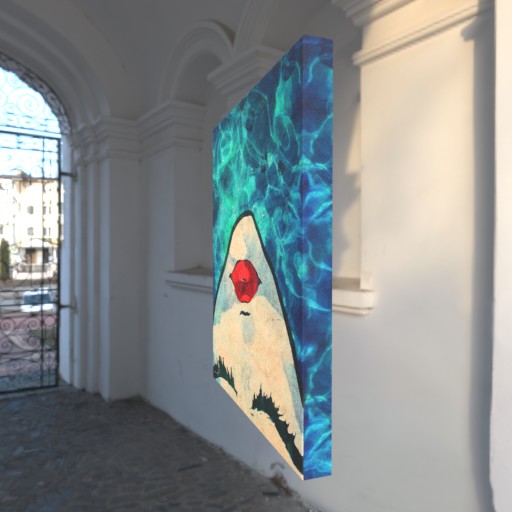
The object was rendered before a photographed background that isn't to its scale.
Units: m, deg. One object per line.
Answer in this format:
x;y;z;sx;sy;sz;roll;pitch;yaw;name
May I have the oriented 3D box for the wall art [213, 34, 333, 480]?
0.000;0.000;0.714;0.038;0.508;0.432;0;1;-19;wall art
